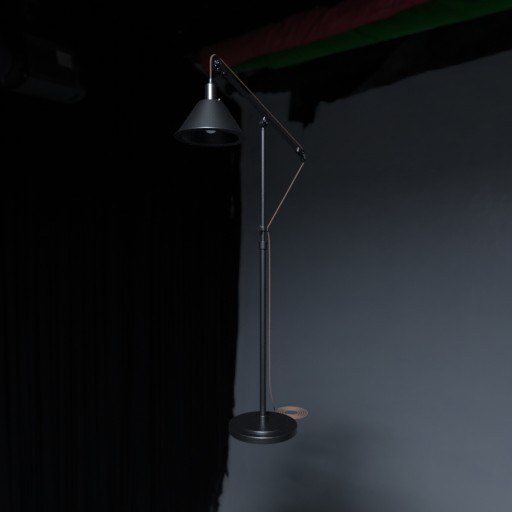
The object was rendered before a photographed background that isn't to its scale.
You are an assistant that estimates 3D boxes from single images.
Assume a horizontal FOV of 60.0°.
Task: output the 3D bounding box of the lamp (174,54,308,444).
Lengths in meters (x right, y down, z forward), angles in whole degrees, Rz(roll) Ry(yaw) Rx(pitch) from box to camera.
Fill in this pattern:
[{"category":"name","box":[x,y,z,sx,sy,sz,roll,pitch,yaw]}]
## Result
[{"category":"lamp","box":[0.000,0.000,2.018,0.319,1.626,0.904,1,1,36]}]
